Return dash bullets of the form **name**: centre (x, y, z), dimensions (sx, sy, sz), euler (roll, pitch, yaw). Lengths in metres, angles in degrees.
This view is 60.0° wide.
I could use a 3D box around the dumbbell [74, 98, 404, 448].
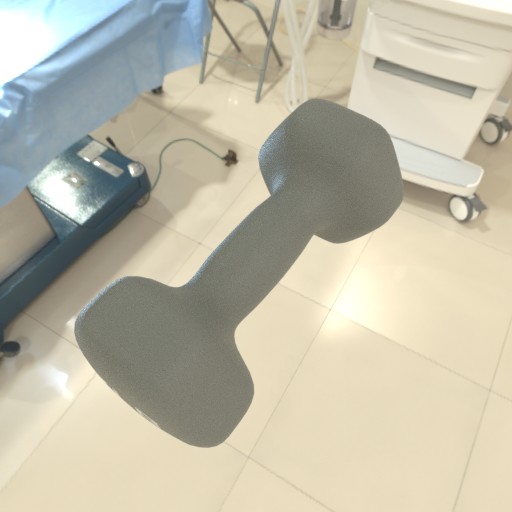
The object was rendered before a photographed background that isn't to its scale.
- **dumbbell**: centre (0.000, 0.000, 0.229), dimensions (0.090, 0.081, 0.184), euler (33, 63, 19)
